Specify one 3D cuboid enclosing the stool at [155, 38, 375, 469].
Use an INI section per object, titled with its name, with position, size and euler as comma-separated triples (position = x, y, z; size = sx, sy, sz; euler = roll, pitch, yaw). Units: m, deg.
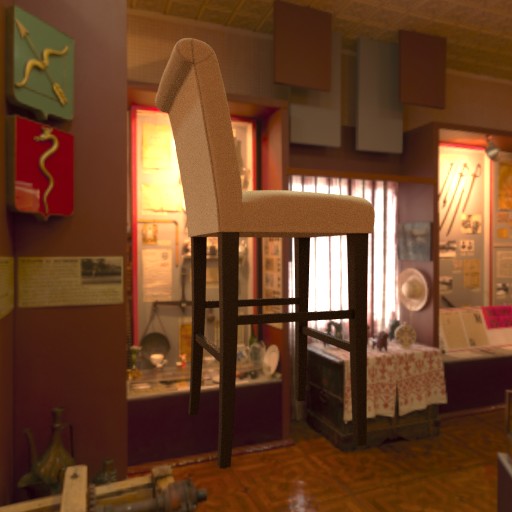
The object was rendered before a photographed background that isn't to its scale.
[stool]
position = 0.000, 0.000, 1.428
size = 0.597, 1.124, 0.452
euler = 0, 0, -20
